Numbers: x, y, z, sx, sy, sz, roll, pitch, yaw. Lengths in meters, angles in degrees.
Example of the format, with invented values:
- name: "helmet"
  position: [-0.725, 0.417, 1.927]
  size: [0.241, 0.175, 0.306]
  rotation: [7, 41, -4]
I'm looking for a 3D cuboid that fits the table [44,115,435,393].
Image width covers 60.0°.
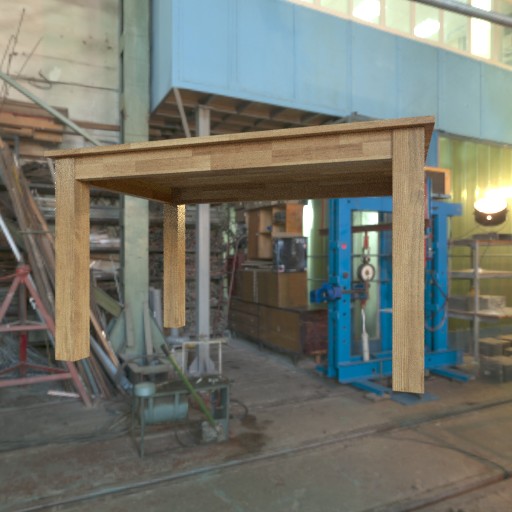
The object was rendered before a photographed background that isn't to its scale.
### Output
- name: "table"
  position: [0.000, 0.000, 1.808]
  size: [1.300, 0.750, 0.900]
  rotation: [0, 0, 18]
